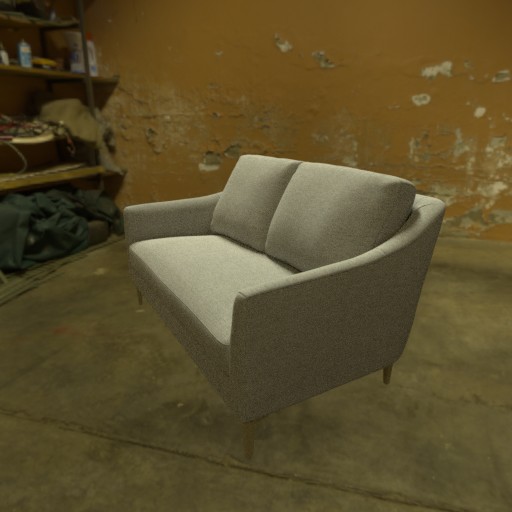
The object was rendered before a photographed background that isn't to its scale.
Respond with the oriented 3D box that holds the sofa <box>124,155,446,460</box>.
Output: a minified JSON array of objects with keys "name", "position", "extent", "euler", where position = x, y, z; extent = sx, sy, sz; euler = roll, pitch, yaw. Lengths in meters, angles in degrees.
[{"name":"sofa","position":[0.000,0.000,2.176],"extent":[0.960,0.904,1.619],"euler":[-8,18,-26]}]
